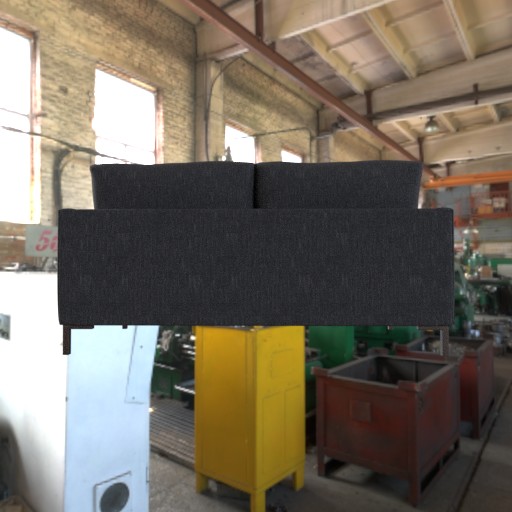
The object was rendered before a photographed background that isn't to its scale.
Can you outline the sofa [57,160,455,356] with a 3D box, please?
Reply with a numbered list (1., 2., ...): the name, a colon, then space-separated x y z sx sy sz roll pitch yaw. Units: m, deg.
1. sofa: 0.000 0.000 2.298 1.716 0.862 0.866 0 -1 1
